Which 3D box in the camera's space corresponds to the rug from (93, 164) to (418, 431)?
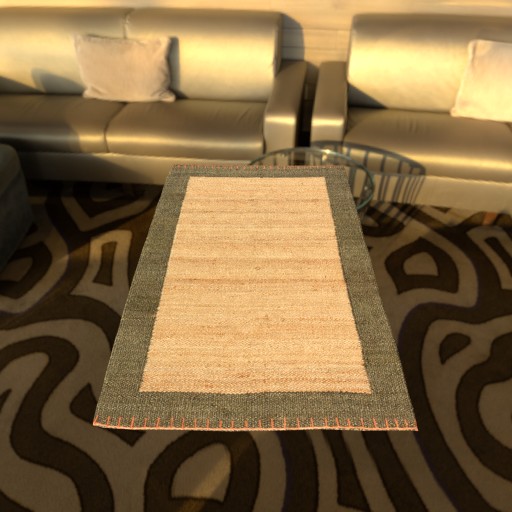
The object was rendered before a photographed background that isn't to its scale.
[{"bbox_3d":[0.000,0.000,2.925,1.521,0.006,2.435,1,40,1],"label":"rug"}]
